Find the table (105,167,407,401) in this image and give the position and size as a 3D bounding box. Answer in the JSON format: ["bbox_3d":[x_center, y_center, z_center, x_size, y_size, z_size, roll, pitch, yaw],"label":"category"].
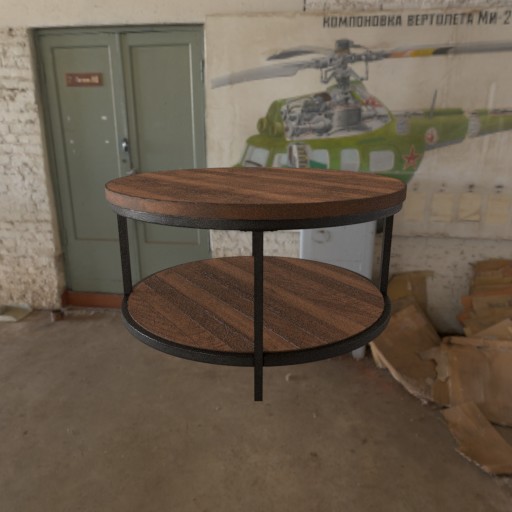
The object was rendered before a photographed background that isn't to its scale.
[{"bbox_3d":[0.000,0.000,1.356,0.837,0.462,0.837,0,16,0],"label":"table"}]
